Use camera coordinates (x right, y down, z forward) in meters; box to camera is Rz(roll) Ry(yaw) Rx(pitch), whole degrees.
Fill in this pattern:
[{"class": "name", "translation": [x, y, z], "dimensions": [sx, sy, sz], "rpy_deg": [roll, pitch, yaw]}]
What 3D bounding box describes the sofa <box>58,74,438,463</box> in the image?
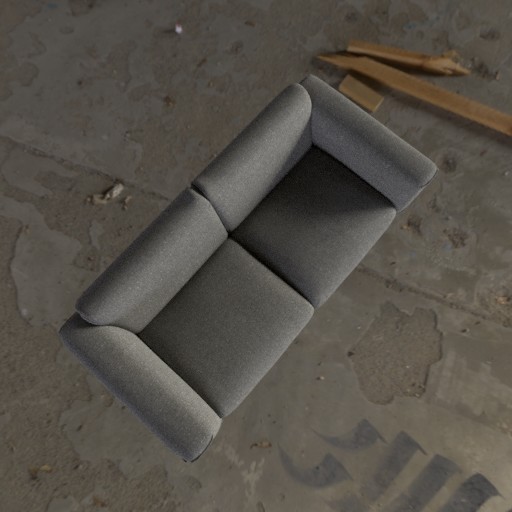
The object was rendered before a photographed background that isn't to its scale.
[{"class": "sofa", "translation": [0.000, 0.000, 2.599], "dimensions": [0.985, 0.703, 2.125], "rpy_deg": [40, 79, 10]}]
